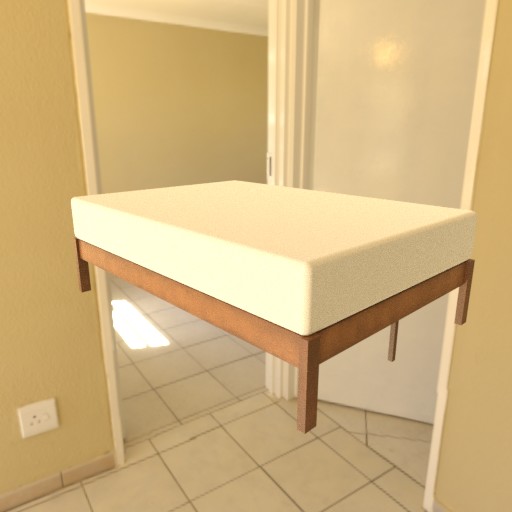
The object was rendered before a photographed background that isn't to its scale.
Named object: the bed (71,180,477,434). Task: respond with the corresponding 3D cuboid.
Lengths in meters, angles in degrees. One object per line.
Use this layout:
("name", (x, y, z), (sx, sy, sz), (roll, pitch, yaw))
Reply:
("bed", (0.000, 0.000, 2.574), (1.348, 0.616, 1.927), (-15, 22, -41))
